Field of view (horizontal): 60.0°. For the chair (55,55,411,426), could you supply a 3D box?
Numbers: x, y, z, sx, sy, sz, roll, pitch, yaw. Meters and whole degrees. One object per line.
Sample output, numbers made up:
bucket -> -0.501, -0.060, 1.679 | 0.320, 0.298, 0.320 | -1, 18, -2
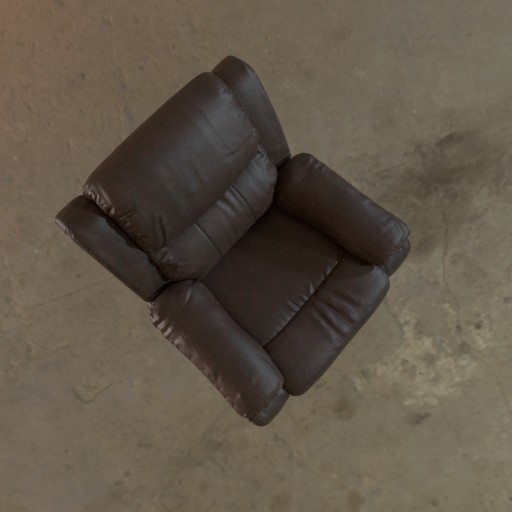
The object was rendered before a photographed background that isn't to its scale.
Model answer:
chair -> 0.000, 0.000, 1.238 | 0.707, 0.702, 0.680 | 41, 78, 10
